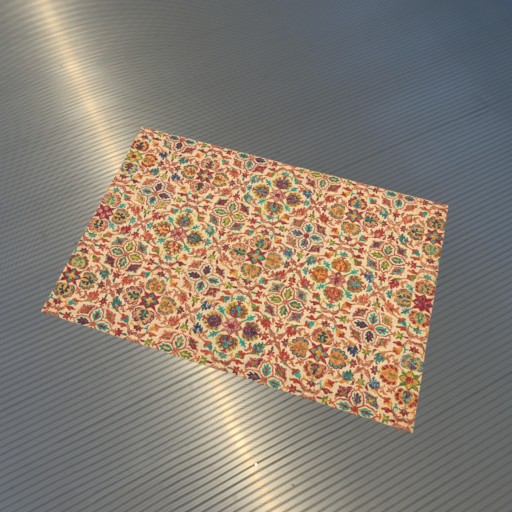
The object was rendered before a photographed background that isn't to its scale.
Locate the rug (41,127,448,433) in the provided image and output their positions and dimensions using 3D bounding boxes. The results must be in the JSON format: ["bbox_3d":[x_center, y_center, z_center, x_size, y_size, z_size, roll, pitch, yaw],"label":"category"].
[{"bbox_3d":[0.000,0.000,2.315,1.838,0.013,1.226,16,66,7],"label":"rug"}]
